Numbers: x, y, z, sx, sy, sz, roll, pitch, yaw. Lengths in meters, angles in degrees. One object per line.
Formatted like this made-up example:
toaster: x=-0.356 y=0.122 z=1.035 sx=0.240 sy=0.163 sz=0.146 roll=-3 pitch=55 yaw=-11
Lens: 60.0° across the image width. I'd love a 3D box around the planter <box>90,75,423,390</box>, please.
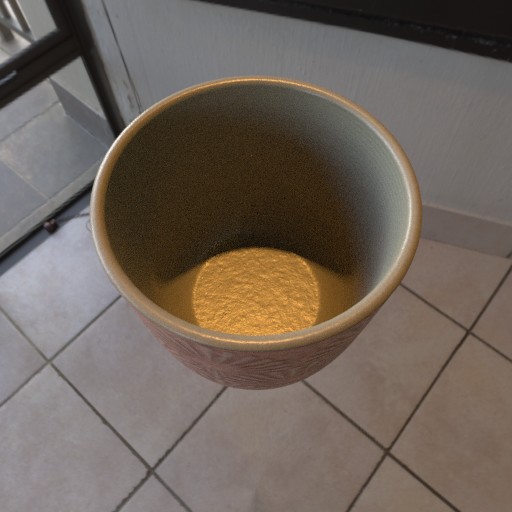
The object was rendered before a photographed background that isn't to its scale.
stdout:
planter: x=0.000 y=0.000 z=0.214 sx=0.124 sy=0.109 sz=0.124 roll=0 pitch=62 yaw=0
